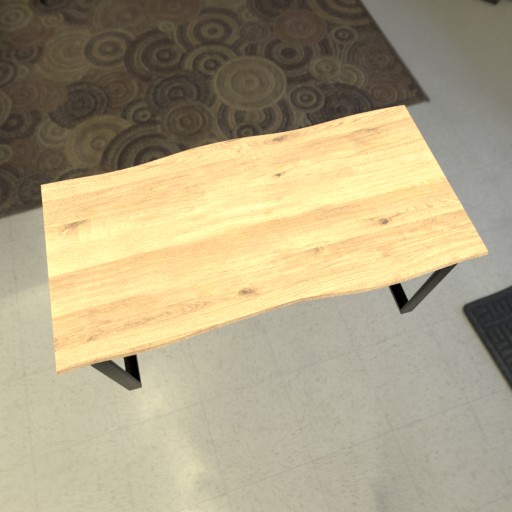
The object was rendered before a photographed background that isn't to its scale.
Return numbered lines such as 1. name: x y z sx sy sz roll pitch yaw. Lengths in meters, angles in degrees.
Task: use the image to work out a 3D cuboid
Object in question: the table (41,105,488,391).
1. table: 0.000 0.000 2.283 1.800 0.780 0.900 -14 65 -7
